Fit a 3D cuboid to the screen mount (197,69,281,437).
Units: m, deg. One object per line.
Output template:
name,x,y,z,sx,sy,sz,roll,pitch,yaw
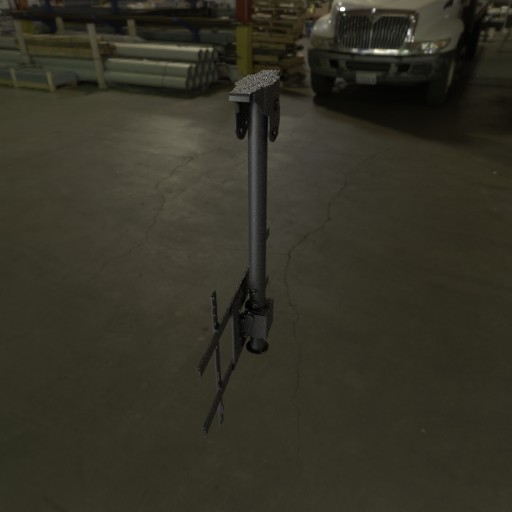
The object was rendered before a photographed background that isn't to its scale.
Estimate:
screen mount,0.000,0.000,1.036,0.090,0.775,0.595,8,32,12
